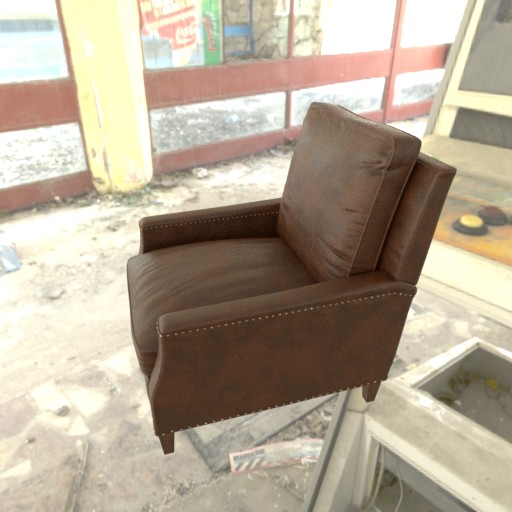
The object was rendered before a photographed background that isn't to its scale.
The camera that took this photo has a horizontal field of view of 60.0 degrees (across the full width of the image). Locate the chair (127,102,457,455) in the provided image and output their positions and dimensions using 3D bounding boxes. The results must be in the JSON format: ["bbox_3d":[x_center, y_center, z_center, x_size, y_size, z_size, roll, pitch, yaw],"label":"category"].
[{"bbox_3d":[0.000,0.000,1.782,1.035,1.054,0.854,-9,31,-15],"label":"chair"}]
